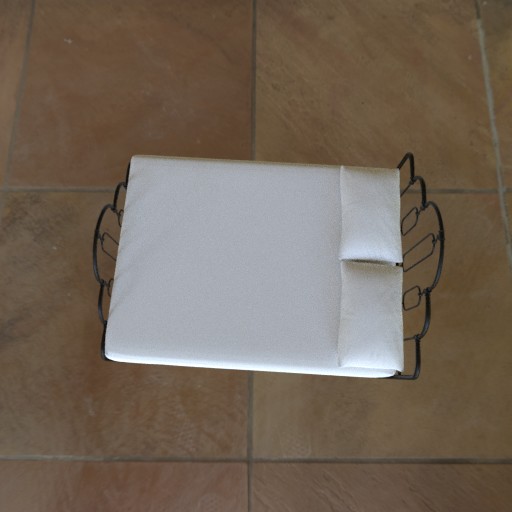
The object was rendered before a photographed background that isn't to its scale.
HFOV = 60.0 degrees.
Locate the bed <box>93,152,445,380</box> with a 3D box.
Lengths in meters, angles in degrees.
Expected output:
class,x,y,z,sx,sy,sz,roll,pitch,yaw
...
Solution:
class,x,y,z,sx,sy,sz,roll,pitch,yaw
bed,0.000,0.000,3.250,2.181,1.444,1.626,3,75,1
